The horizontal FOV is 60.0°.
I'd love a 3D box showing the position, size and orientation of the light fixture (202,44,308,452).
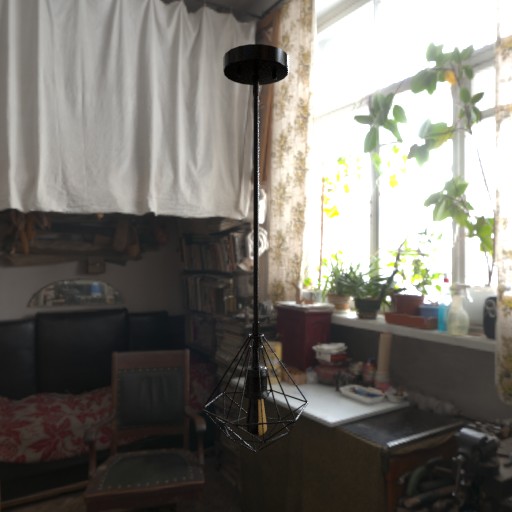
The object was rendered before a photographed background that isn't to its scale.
[{"bbox_3d":[0.000,0.000,1.993,0.431,1.764,0.487,0,0,19],"label":"light fixture"}]
